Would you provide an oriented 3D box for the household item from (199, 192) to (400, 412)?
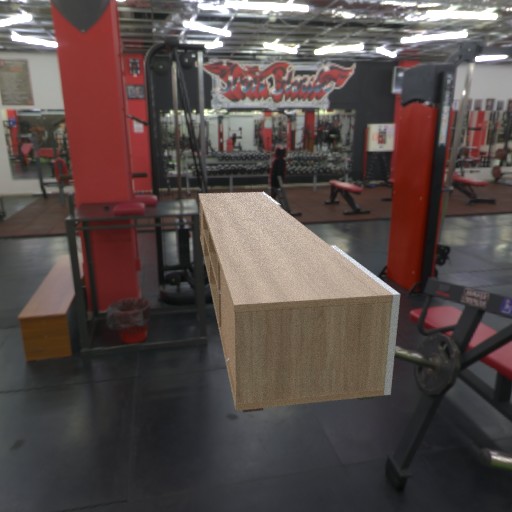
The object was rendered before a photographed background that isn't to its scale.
[{"bbox_3d":[0.000,0.000,1.997,0.420,0.310,1.850,-3,16,-9],"label":"household item"}]
